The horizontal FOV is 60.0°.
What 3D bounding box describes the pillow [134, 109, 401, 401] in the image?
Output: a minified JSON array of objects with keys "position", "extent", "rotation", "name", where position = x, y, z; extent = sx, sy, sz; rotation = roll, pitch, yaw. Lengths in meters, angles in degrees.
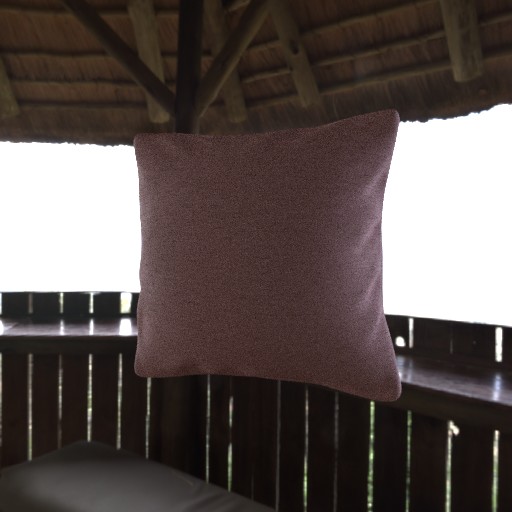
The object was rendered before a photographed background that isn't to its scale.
[{"position":[0.000,0.000,0.691],"extent":[0.432,0.415,0.246],"rotation":[0,0,18],"name":"pillow"}]
